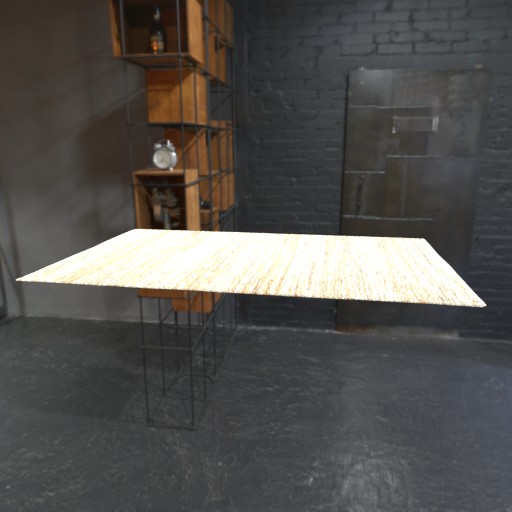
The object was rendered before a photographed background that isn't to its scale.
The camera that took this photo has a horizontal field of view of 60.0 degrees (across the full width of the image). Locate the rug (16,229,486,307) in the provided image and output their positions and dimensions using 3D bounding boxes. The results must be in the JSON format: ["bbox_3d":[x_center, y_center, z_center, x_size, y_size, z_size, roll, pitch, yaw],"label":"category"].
[{"bbox_3d":[0.000,0.000,2.980,2.446,0.009,1.529,2,14,9],"label":"rug"}]
